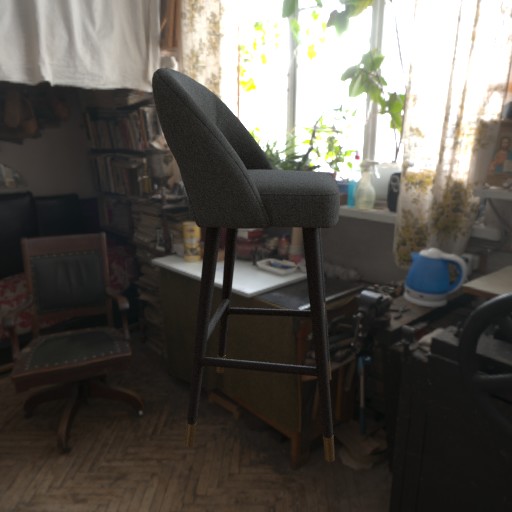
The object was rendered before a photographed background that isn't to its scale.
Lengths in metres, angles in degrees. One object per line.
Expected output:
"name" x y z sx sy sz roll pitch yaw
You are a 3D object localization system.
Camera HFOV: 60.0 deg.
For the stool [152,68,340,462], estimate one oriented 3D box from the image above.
"stool" 0.000 0.000 1.388 0.524 1.089 0.536 2 16 8
